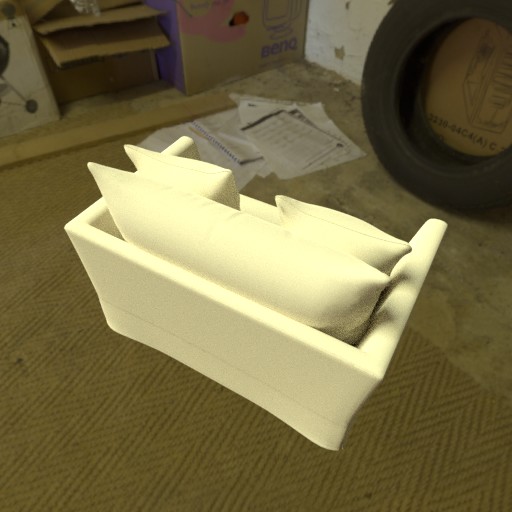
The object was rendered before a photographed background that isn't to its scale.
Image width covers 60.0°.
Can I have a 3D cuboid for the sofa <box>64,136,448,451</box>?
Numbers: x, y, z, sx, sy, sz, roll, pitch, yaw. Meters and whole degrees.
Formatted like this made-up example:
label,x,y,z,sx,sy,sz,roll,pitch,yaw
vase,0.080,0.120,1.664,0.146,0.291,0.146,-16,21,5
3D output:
label,x,y,z,sx,sy,sz,roll,pitch,yaw
sofa,0.000,0.000,2.292,1.608,1.039,1.026,23,50,21
